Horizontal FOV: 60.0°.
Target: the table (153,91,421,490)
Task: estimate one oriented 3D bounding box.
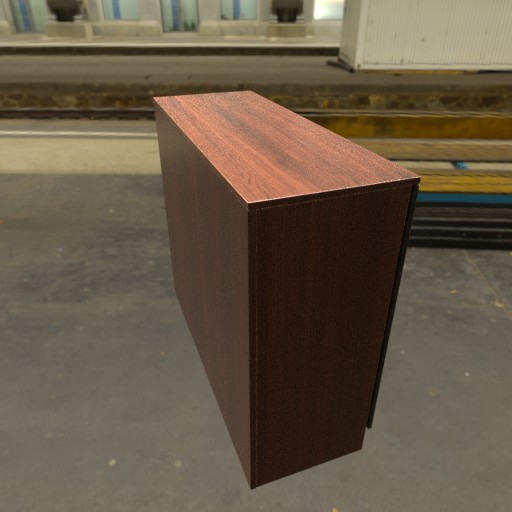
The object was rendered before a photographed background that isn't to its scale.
[{"bbox_3d":[0.000,0.000,1.355,0.380,0.790,0.930,-11,32,-18],"label":"table"}]
